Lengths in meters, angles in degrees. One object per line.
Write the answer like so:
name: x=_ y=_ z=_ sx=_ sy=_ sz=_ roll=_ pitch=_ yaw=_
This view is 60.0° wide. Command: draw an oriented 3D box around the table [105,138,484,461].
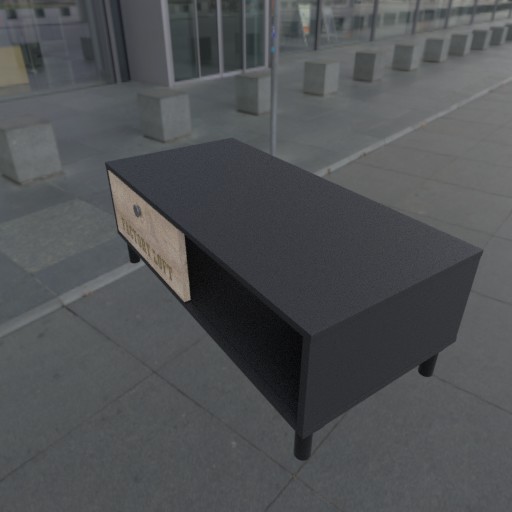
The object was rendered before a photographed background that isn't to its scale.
table: x=0.000 y=0.000 z=1.391 sx=0.550 sy=0.400 sz=1.100 roll=-20 pitch=36 yaw=-29
